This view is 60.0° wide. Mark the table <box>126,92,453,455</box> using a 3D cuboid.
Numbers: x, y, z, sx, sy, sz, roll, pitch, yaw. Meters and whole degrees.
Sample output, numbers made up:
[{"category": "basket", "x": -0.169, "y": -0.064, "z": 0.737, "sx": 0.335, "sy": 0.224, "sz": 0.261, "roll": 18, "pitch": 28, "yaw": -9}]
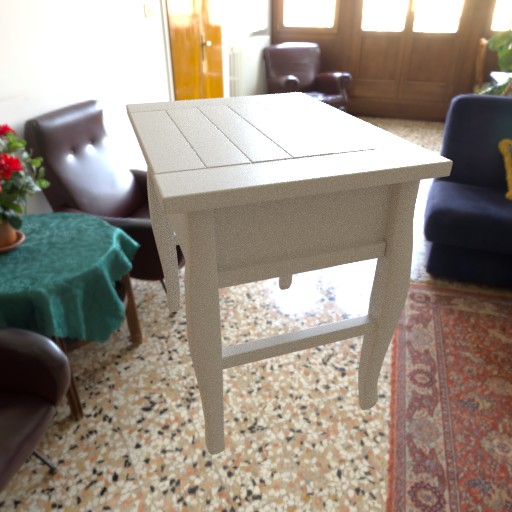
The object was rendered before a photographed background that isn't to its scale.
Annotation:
[{"category": "table", "x": 0.000, "y": 0.000, "z": 1.041, "sx": 0.463, "sy": 0.605, "sz": 0.599, "roll": -10, "pitch": 32, "yaw": -16}]
